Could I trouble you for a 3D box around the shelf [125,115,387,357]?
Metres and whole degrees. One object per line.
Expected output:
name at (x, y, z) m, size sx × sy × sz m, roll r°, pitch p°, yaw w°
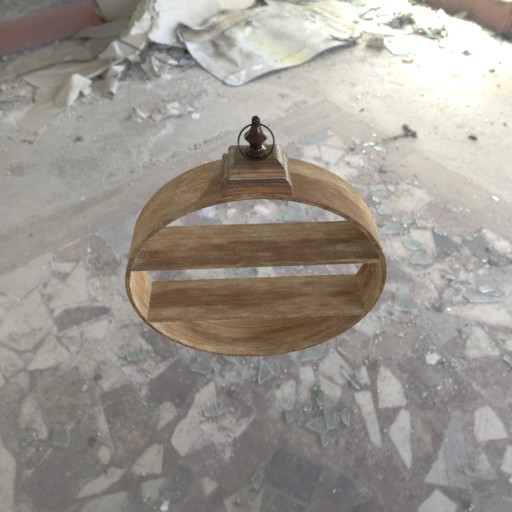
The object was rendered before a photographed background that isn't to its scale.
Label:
shelf at (0.000, 0.000, 1.035) m, size 0.601 × 0.725 × 0.125 m, roll -2°, pitch 48°, yaw -2°
